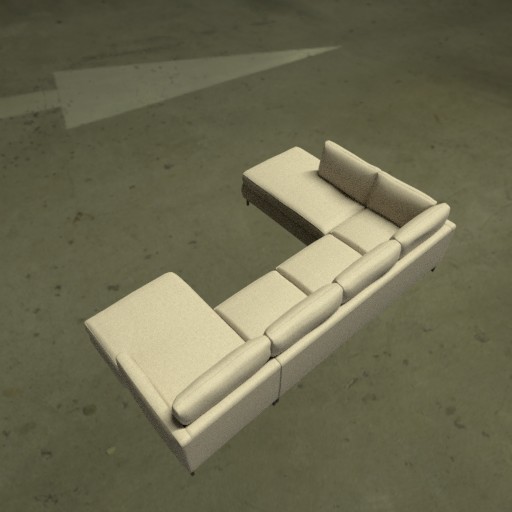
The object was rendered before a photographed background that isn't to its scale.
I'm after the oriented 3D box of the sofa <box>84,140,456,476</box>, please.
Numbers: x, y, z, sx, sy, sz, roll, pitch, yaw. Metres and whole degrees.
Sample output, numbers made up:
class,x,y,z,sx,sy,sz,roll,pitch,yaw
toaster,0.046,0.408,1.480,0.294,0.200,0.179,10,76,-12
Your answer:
class,x,y,z,sx,sy,sz,roll,pitch,yaw
sofa,0.000,0.000,3.588,2.737,0.756,1.879,-32,54,-27
